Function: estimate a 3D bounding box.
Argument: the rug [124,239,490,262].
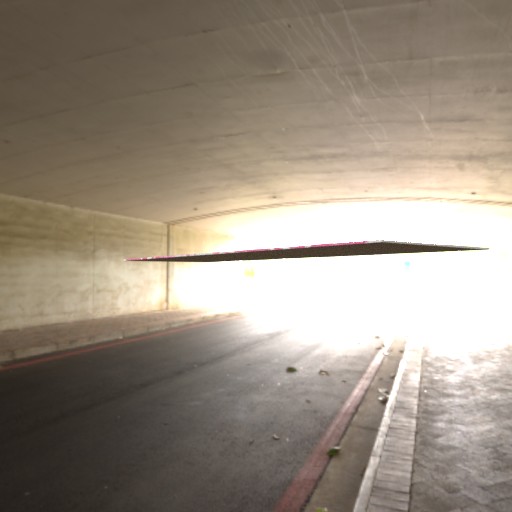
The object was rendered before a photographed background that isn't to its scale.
[{"bbox_3d":[0.000,0.000,2.697,0.787,0.011,2.458,2,-3,-36],"label":"rug"}]
